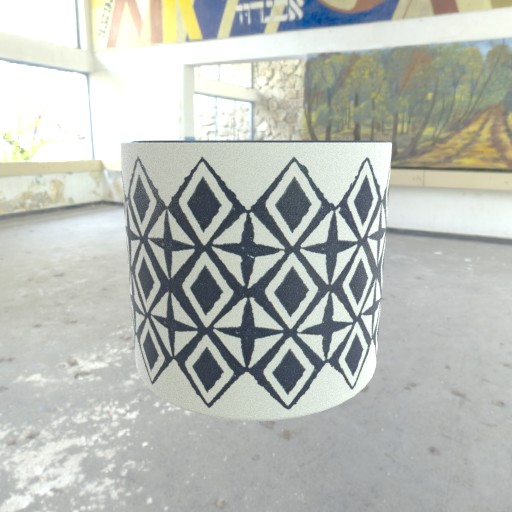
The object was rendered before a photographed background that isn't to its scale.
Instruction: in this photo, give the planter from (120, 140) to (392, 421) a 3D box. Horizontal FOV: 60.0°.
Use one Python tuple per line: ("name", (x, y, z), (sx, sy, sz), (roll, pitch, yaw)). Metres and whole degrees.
("planter", (0.000, 0.000, 0.404), (0.224, 0.203, 0.224), (0, 14, 0))
